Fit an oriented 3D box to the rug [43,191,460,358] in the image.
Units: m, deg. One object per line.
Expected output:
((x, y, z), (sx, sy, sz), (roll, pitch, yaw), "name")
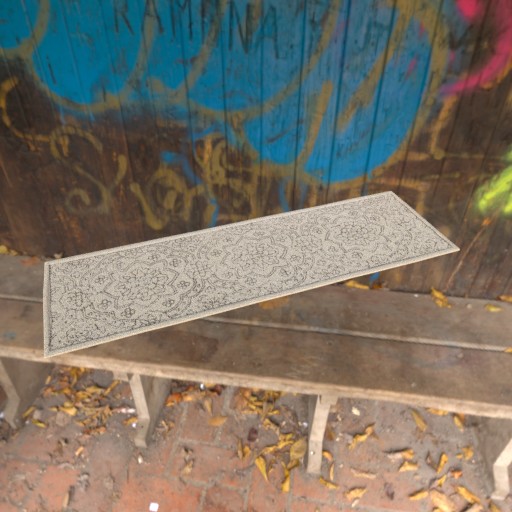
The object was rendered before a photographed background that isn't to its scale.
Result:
((0.000, 0.000, 2.723), (2.448, 0.012, 0.769), (-13, 41, -16), "rug")
